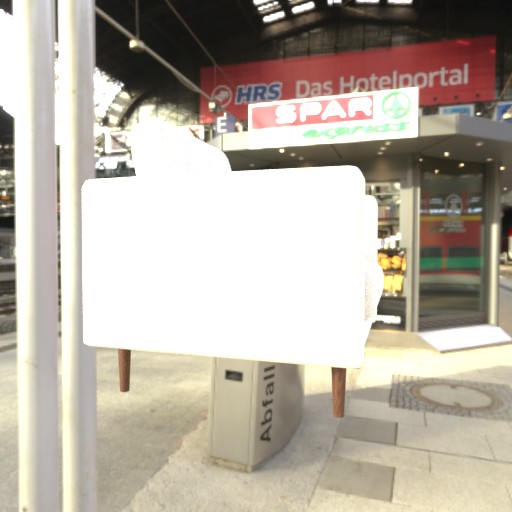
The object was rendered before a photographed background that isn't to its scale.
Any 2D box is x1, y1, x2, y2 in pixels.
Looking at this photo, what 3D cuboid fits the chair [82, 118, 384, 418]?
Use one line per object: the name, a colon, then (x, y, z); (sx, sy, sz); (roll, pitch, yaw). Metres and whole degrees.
chair: (0.000, 0.000, 1.608); (0.879, 0.899, 0.831); (0, 2, 18)
